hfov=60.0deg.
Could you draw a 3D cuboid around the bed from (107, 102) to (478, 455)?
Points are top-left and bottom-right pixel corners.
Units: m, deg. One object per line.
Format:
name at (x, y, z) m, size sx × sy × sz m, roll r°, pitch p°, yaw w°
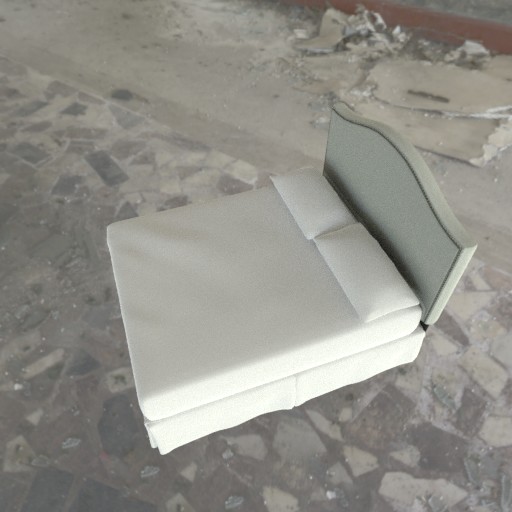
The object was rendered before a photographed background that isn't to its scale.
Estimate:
bed at (0.000, 0.000, 3.339) m, size 2.180 × 1.607 × 1.813 m, roll -15°, pitch 50°, yaw -13°
